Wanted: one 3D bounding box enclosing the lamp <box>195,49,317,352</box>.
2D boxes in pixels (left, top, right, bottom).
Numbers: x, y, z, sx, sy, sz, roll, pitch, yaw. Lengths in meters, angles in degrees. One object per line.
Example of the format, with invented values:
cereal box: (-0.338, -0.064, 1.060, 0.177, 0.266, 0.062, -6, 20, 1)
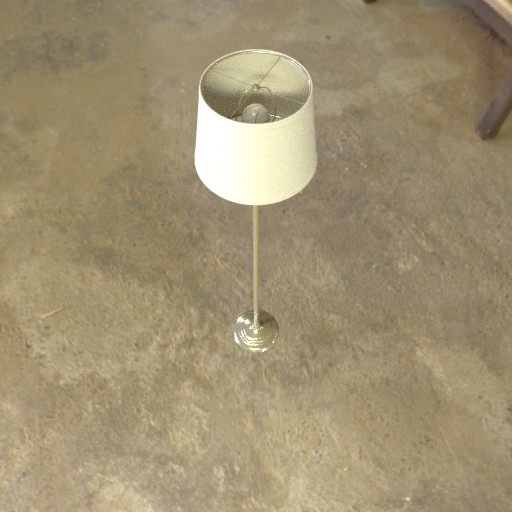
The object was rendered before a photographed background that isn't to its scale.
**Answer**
lamp: (0.000, 0.000, 1.637, 0.327, 1.506, 0.327, -14, 60, -8)
